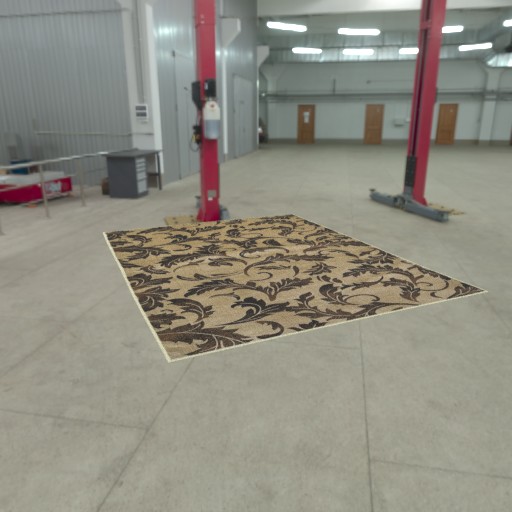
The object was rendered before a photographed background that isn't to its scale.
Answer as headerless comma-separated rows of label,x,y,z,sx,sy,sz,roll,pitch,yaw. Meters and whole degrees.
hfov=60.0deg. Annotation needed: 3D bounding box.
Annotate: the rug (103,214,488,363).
rug,0.000,0.000,4.050,2.380,0.008,2.977,-8,19,-23
